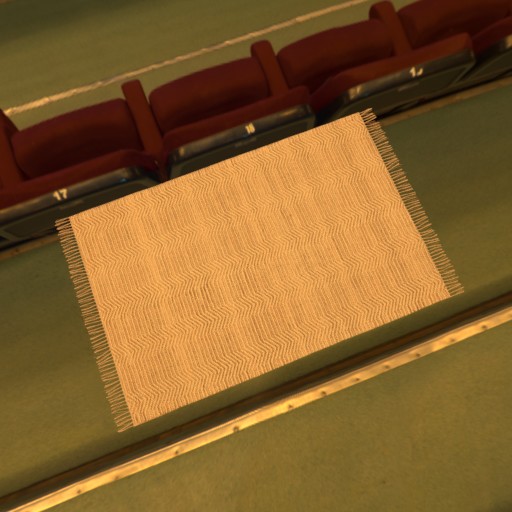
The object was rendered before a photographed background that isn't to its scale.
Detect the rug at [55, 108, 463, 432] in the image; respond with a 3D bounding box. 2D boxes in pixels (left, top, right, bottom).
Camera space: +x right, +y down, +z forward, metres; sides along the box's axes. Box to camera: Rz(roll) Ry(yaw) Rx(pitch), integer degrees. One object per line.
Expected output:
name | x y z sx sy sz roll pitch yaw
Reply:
rug | 0.000 0.000 2.495 2.021 0.027 1.224 -21 77 -5
